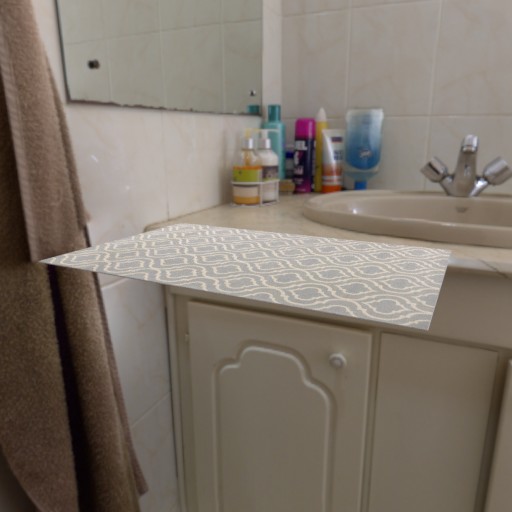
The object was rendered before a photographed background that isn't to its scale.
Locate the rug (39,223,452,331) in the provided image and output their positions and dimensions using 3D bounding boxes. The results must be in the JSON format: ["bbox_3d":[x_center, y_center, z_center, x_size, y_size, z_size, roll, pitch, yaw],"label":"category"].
[{"bbox_3d":[0.000,0.000,2.231,1.749,0.015,1.141,7,17,25],"label":"rug"}]
